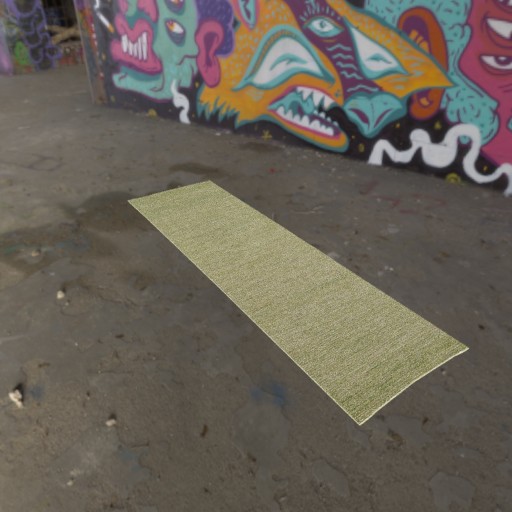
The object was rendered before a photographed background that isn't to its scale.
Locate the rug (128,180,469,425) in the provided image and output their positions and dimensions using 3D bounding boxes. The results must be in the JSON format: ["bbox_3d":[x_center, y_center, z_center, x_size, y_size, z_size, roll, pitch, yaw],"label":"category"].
[{"bbox_3d":[0.000,0.000,2.589,0.686,0.013,2.340,-20,37,-29],"label":"rug"}]
